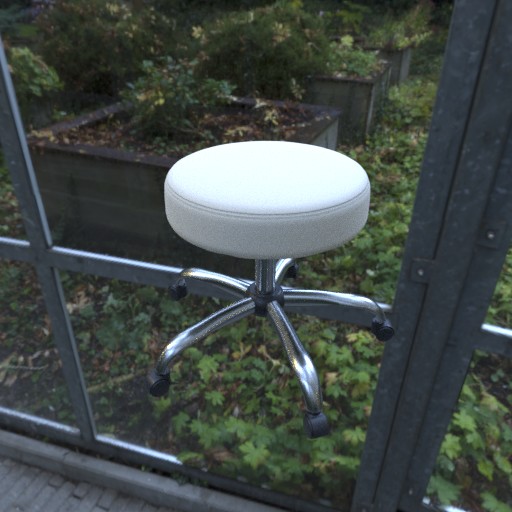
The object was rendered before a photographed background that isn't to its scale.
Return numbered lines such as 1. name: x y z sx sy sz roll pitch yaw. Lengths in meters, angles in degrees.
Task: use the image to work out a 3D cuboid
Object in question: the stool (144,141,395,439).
1. stool: 0.000 0.000 1.051 0.614 0.482 0.634 20 36 30
